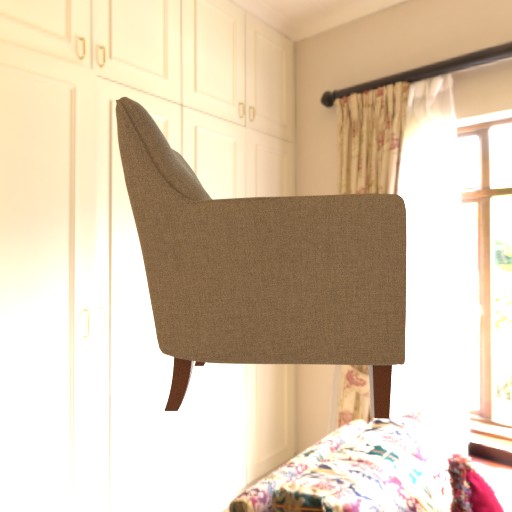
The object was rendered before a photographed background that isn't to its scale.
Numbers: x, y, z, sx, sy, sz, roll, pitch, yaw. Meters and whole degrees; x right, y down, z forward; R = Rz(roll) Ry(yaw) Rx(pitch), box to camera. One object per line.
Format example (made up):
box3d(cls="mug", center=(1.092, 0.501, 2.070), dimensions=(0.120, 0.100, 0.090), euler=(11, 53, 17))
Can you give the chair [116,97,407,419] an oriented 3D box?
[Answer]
box3d(cls="chair", center=(0.000, 0.000, 1.819), dimensions=(0.993, 1.047, 0.887), euler=(0, 0, 1))
